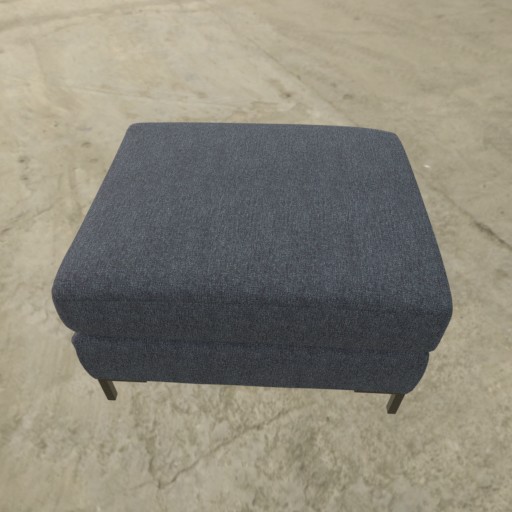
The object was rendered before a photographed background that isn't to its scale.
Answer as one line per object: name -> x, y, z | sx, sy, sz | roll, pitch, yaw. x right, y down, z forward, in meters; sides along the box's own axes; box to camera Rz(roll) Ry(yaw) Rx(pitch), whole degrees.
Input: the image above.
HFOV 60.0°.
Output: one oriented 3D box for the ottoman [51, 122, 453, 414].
ottoman -> 0.000, 0.000, 1.258 | 0.831, 0.533, 0.695 | 2, 45, 2
